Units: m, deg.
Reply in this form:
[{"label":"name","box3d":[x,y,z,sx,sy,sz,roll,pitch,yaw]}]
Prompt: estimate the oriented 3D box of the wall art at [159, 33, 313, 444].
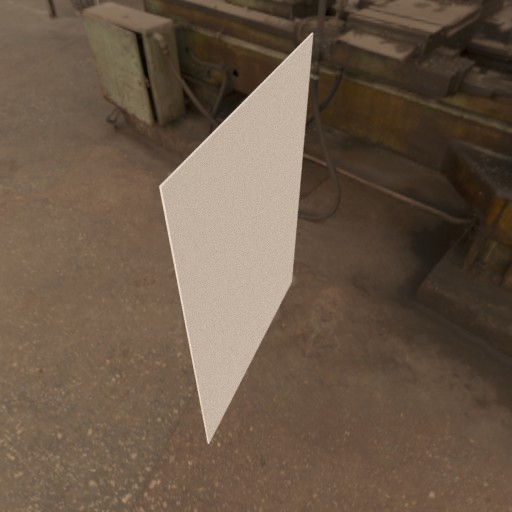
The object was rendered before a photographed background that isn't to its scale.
[{"label":"wall art","box3d":[0.000,0.000,0.790,0.003,0.610,0.457,17,48,17]}]
